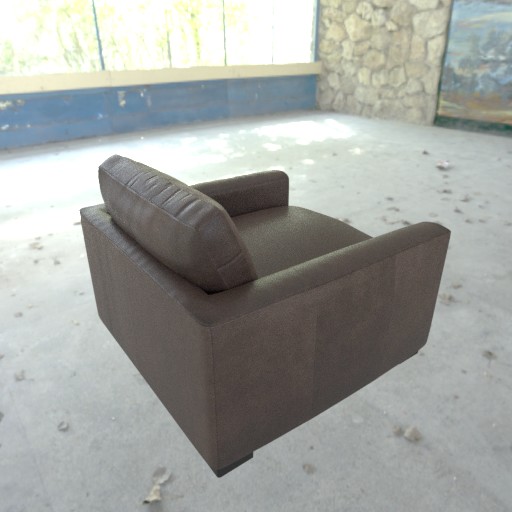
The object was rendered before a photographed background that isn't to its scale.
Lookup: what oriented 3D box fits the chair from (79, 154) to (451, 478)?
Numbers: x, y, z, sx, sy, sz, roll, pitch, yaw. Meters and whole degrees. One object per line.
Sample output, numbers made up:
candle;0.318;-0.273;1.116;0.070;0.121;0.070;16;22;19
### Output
chair;0.000;0.000;1.802;1.069;0.812;1.100;-18;31;-32
